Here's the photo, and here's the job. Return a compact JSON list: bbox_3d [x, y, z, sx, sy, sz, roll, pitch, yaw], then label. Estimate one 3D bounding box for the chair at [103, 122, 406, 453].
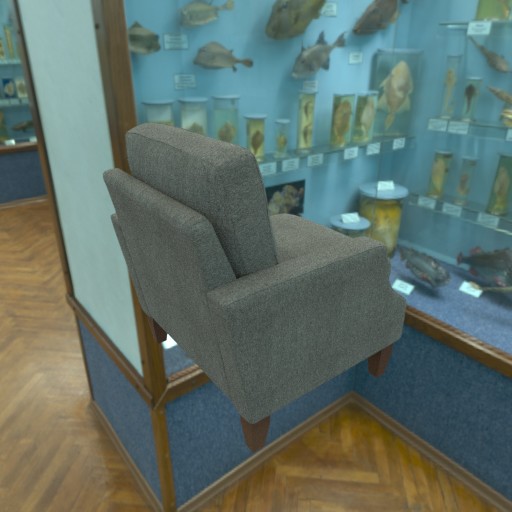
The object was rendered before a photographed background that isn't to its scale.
[{"bbox_3d":[0.000,0.000,1.717,0.897,0.993,0.855,-18,31,-32],"label":"chair"}]
